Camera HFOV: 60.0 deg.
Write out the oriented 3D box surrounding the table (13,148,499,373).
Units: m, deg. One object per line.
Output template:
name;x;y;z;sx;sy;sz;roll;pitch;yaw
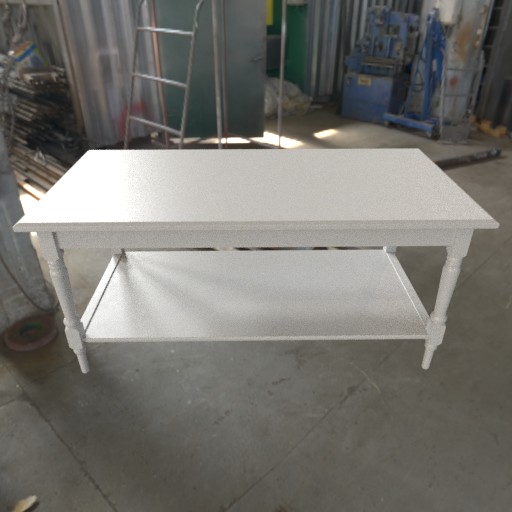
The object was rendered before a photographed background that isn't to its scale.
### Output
table;0.000;0.000;1.372;1.109;0.506;0.551;0;31;-1
